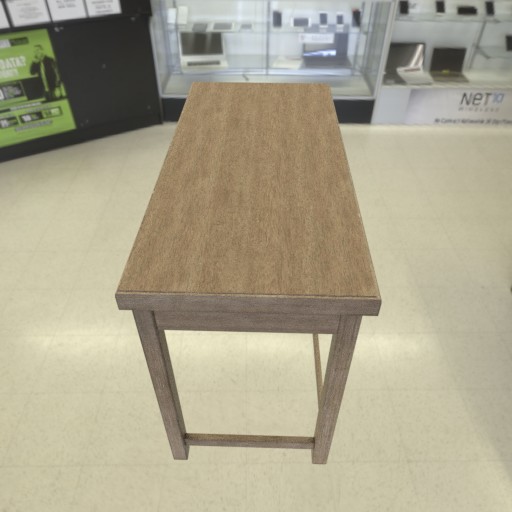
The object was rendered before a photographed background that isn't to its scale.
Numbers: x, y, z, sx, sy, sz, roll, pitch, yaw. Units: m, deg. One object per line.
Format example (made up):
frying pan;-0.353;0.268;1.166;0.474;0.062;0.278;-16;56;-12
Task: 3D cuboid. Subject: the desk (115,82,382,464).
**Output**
desk;0.000;0.000;1.784;0.610;0.912;1.289;1;42;1
